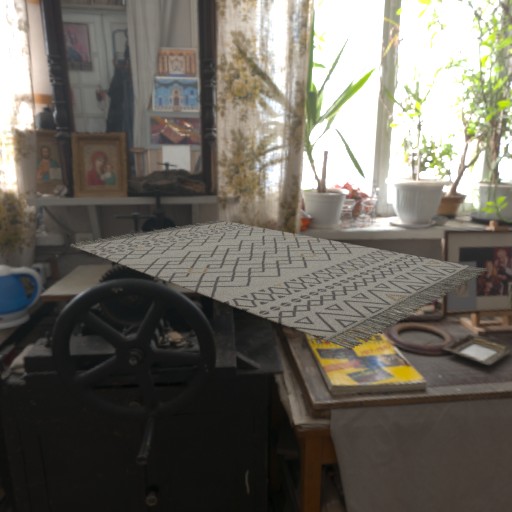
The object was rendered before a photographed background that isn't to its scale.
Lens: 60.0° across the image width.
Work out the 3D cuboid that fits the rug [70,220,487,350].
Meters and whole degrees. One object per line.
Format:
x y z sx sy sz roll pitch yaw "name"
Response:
0.000 0.000 2.987 2.472 0.035 1.495 14 20 43 "rug"
